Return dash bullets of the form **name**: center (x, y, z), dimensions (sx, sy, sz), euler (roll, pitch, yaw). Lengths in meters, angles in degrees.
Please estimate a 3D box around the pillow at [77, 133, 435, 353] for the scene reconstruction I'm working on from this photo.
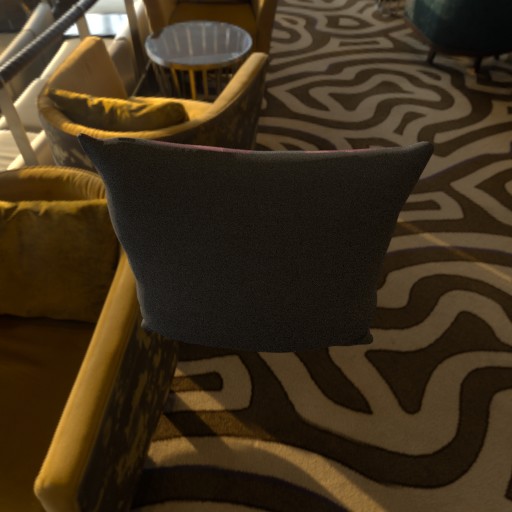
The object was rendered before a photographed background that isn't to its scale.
- **pillow**: center (0.000, 0.000, 0.786), dimensions (0.503, 0.496, 0.208), euler (3, 47, 3)
